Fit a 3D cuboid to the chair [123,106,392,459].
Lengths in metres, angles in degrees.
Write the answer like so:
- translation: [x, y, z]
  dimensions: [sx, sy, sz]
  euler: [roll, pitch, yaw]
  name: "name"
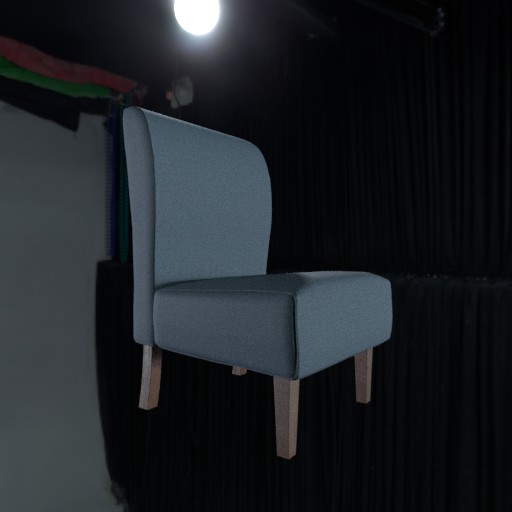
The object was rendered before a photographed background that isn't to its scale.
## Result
- translation: [0.000, 0.000, 1.199]
  dimensions: [0.592, 0.804, 0.513]
  euler: [1, 1, 36]
  name: "chair"
